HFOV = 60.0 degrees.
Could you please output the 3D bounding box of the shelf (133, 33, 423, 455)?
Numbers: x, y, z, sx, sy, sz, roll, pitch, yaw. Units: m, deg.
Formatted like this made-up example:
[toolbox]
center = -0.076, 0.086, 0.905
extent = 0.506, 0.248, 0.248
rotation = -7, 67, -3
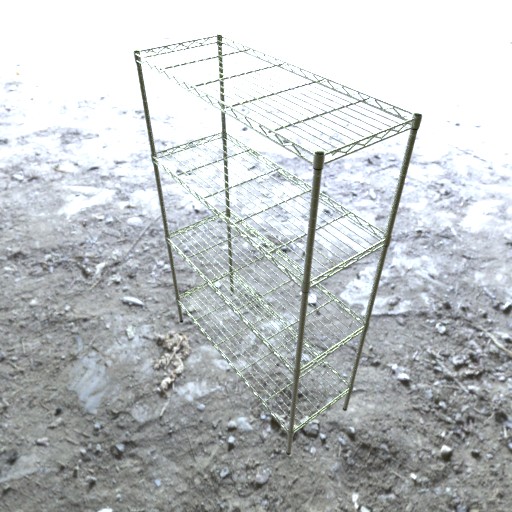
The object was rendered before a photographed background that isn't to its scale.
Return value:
[shelf]
center = 0.000, 0.000, 1.720
extent = 0.352, 1.360, 0.907
rotation = -26, 47, -27
